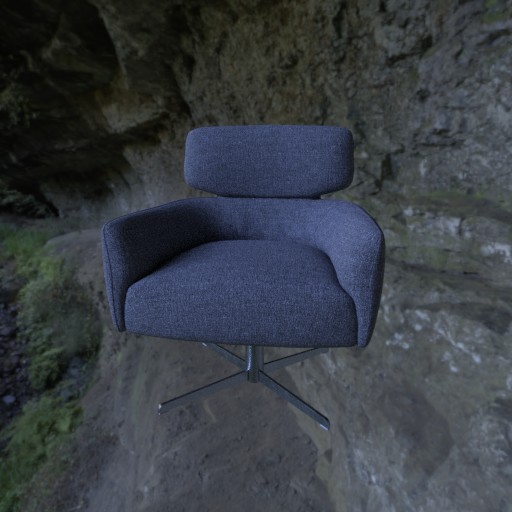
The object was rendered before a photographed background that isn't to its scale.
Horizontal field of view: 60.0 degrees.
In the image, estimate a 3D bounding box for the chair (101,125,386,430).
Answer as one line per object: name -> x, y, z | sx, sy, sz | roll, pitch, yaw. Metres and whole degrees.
chair -> 0.000, 0.000, 1.377 | 0.706, 0.812, 0.715 | 2, 14, 8
